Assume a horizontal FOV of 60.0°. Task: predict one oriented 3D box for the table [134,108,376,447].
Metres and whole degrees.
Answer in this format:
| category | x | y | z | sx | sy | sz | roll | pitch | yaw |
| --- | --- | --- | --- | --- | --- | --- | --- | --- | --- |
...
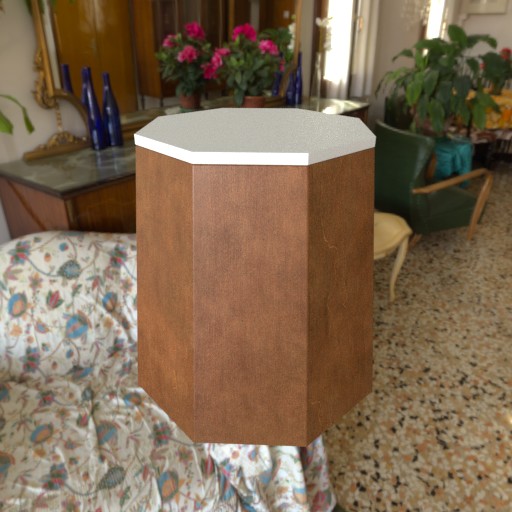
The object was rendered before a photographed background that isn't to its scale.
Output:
| category | x | y | z | sx | sy | sz | roll | pitch | yaw |
| --- | --- | --- | --- | --- | --- | --- | --- | --- | --- |
| table | 0.000 | 0.000 | 0.795 | 0.439 | 0.457 | 0.439 | 0 | 27 | 1 |
